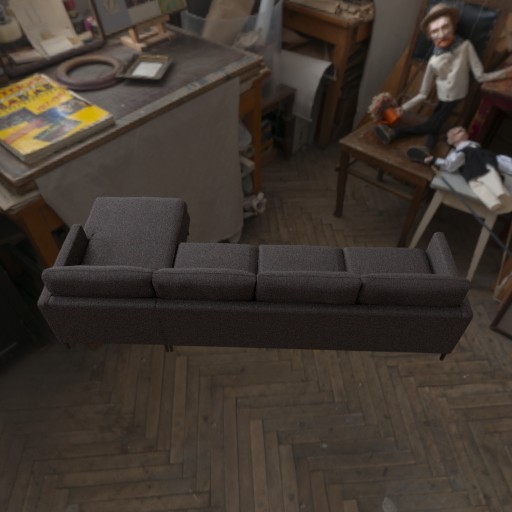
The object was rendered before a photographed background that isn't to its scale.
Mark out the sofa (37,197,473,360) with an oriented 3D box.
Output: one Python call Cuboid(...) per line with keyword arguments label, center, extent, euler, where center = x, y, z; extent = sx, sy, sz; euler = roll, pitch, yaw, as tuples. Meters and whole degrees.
Cuboid(label="sofa", center=(0.000, 0.000, 3.840), extent=(3.221, 0.892, 1.483), euler=(1, 47, 1))
